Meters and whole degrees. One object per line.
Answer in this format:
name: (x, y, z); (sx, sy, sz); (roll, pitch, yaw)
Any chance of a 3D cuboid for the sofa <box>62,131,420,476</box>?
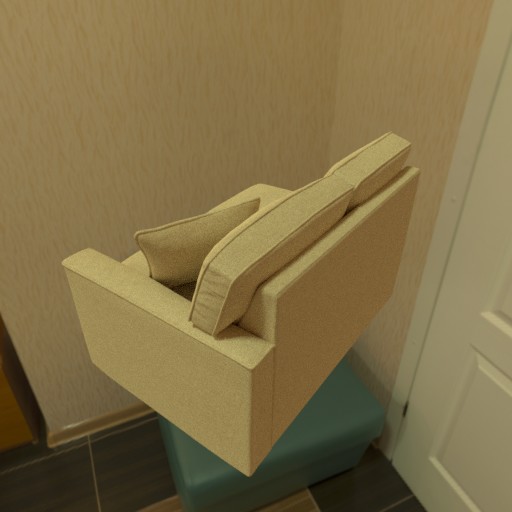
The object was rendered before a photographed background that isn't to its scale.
sofa: (0.000, 0.000, 2.099); (0.991, 0.989, 1.388); (22, 39, 30)
